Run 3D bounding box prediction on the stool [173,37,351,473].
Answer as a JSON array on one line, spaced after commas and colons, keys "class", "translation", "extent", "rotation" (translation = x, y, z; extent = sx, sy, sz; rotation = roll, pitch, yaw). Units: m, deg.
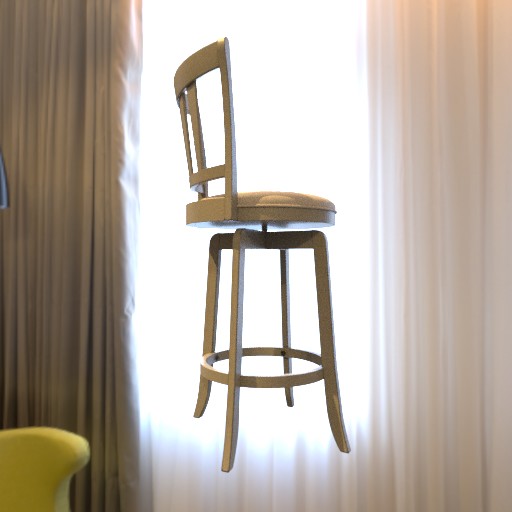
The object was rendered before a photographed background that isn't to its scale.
[{"class": "stool", "translation": [0.000, 0.000, 1.298], "extent": [0.475, 1.042, 0.436], "rotation": [0, 0, -18]}]
